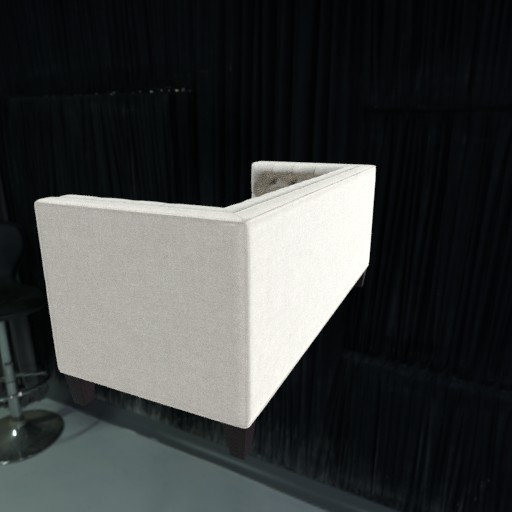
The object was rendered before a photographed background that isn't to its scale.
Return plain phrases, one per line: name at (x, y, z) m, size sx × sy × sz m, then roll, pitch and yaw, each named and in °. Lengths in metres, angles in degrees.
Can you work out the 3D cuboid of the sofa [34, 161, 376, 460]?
sofa at (0.000, 0.000, 2.154) m, size 0.775 × 0.762 × 1.778 m, roll 8°, pitch 18°, yaw 24°
